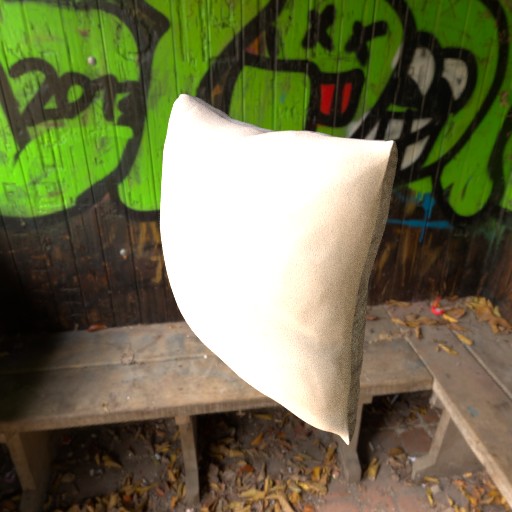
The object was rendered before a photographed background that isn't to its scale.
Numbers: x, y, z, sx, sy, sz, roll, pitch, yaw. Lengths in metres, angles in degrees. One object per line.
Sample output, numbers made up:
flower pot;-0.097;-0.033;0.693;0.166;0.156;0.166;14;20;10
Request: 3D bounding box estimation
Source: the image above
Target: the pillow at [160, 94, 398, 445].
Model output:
pillow;0.000;0.000;0.710;0.245;0.448;0.450;-19;33;-32
